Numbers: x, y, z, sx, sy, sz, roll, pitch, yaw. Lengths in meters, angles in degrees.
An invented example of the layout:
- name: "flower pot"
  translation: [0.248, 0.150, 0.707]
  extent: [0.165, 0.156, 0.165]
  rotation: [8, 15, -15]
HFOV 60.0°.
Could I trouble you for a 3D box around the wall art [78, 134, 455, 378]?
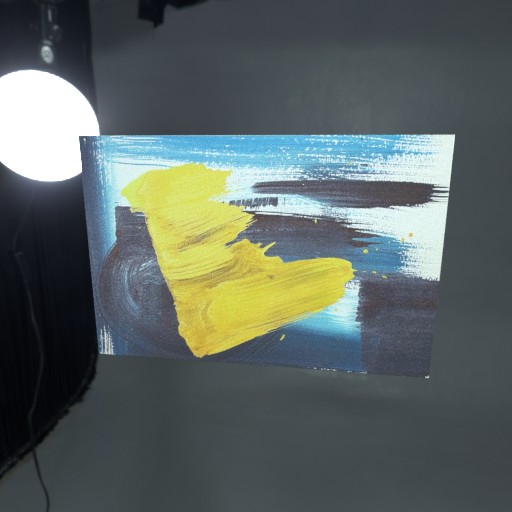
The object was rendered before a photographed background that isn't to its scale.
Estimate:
- name: "wall art"
  translation: [0.000, 0.000, 1.160]
  extent: [0.914, 0.610, 0.039]
  rotation: [2, 15, 8]
